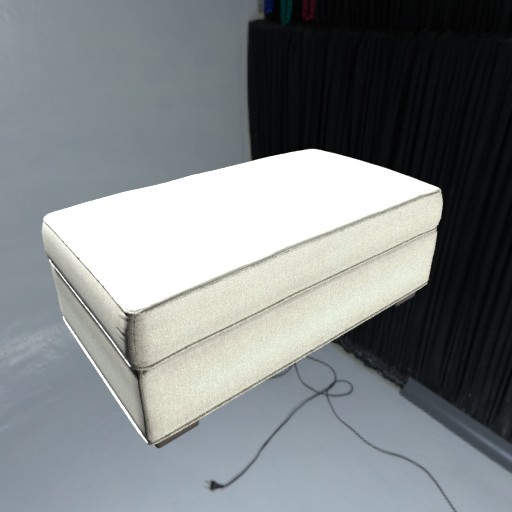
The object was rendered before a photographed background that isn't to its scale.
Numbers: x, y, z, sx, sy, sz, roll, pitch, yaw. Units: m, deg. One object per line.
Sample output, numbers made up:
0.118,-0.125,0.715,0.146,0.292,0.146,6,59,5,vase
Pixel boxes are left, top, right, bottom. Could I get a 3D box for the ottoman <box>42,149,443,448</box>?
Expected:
0.000,0.000,1.412,1.097,0.448,0.617,-21,36,-33,ottoman
